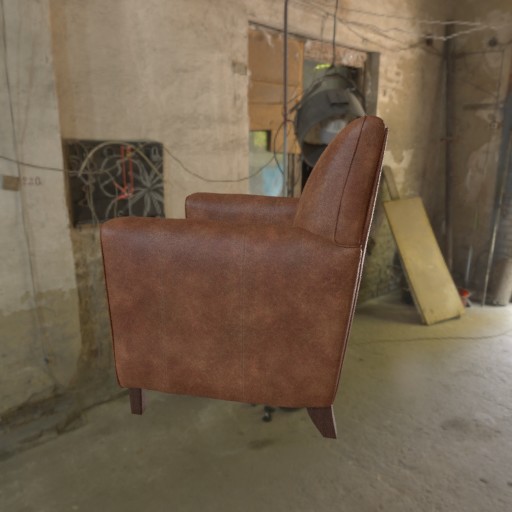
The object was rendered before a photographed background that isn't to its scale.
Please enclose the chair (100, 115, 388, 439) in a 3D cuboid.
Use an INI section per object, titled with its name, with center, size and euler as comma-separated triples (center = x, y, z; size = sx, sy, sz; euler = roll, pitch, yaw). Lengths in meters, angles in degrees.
[chair]
center = 0.000, 0.000, 1.643
size = 0.823, 0.943, 0.870
euler = 3, 14, 10
